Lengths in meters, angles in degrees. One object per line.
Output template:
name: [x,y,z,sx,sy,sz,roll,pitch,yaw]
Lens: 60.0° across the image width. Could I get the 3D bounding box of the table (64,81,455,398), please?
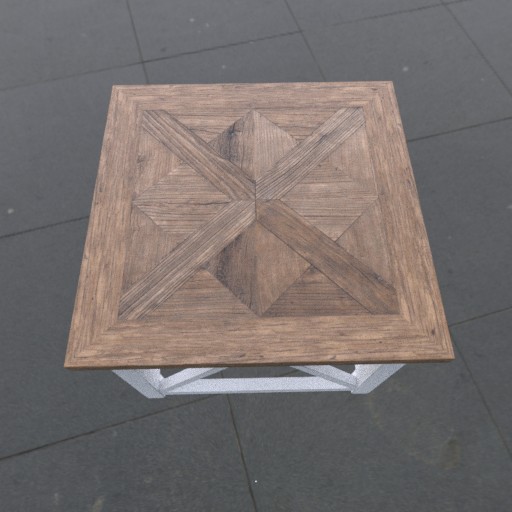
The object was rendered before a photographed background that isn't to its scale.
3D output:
table: [0.000,0.000,1.186,0.700,0.532,0.700,-1,63,-1]
